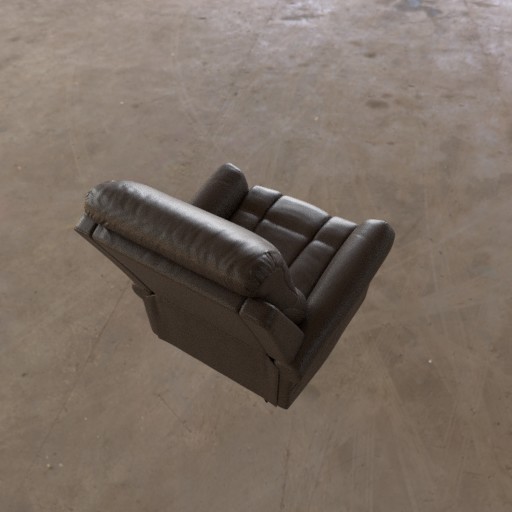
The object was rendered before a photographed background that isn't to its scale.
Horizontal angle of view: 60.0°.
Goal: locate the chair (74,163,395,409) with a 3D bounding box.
[{"bbox_3d":[0.000,0.000,1.735,0.869,1.028,0.978,24,51,21],"label":"chair"}]
